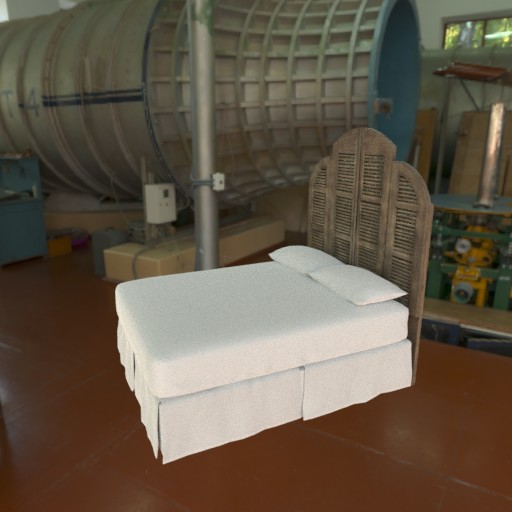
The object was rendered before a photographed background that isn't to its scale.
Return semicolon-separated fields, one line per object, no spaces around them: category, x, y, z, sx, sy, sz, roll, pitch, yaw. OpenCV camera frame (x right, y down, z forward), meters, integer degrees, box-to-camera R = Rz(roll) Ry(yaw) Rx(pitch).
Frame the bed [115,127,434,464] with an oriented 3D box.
bed;0.000;0.000;3.609;2.138;2.019;1.713;-7;17;-24
